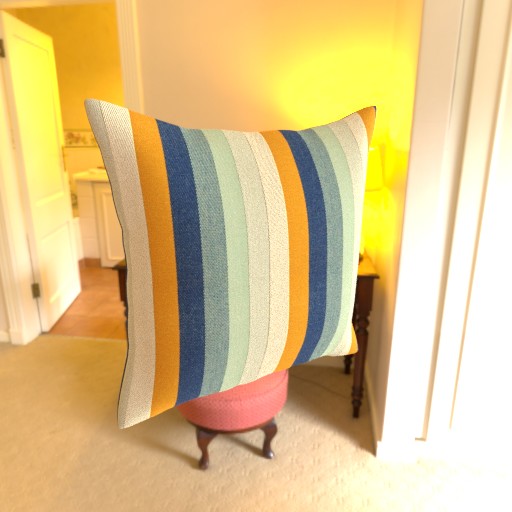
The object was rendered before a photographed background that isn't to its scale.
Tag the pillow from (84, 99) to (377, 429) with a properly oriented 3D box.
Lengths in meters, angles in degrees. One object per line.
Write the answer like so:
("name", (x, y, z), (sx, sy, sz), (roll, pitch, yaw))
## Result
("pillow", (0.000, 0.000, 0.691), (0.463, 0.454, 0.173), (-9, 19, -29))
